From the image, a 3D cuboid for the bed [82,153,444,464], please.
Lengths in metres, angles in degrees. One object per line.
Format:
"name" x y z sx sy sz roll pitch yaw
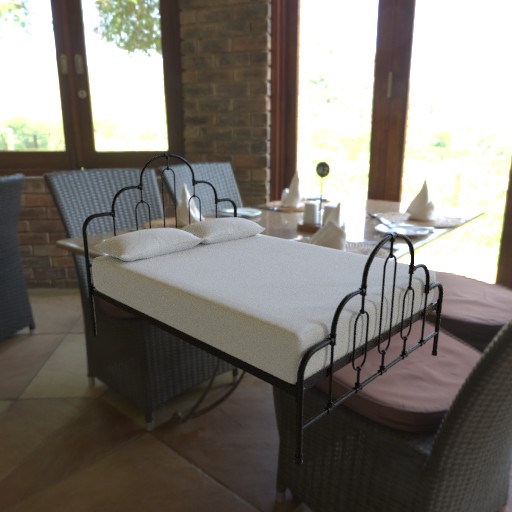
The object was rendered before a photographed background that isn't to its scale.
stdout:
"bed" 0.000 0.000 3.276 2.181 1.444 1.626 14 20 43
